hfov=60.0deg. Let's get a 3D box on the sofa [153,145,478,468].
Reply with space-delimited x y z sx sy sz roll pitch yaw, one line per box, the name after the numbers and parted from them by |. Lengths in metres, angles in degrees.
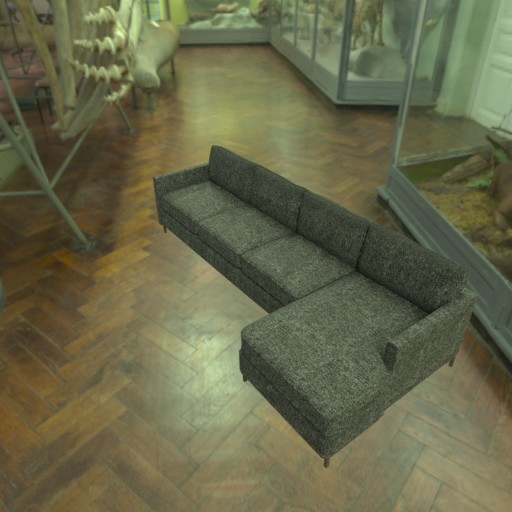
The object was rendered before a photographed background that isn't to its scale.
0.000 0.000 4.022 1.488 0.970 3.384 -22 39 -30 | sofa
